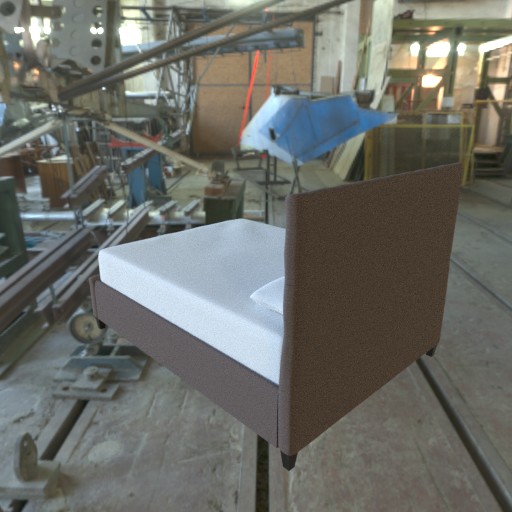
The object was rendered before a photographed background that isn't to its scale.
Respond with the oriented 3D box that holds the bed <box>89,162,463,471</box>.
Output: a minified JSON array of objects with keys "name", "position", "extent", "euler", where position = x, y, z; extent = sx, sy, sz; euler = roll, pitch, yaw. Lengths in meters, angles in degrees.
[{"name":"bed","position":[0.000,0.000,3.324],"extent":[1.696,1.426,2.233],"euler":[-17,25,-41]}]
